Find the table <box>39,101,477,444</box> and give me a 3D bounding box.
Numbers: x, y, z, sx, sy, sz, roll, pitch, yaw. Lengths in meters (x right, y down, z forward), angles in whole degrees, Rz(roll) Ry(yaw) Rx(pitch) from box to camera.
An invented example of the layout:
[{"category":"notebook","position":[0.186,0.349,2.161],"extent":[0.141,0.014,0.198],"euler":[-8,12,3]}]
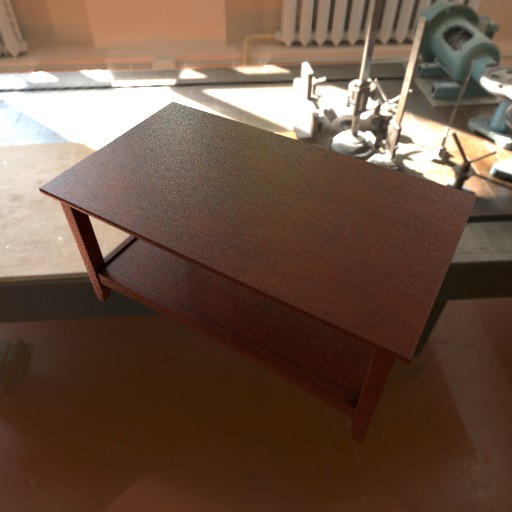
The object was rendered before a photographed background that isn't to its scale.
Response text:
[{"category":"table","position":[0.000,0.000,1.254],"extent":[0.943,0.456,0.533],"euler":[23,50,21]}]
